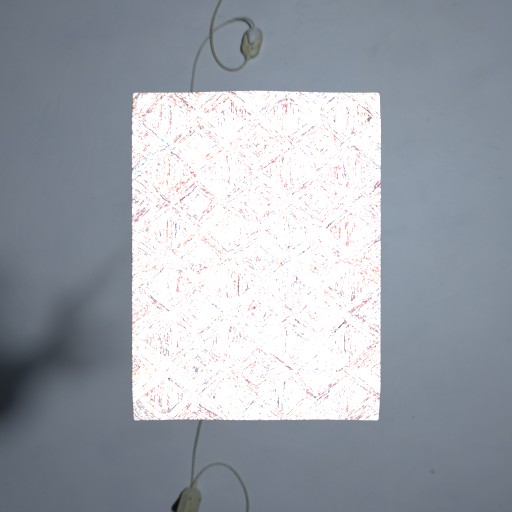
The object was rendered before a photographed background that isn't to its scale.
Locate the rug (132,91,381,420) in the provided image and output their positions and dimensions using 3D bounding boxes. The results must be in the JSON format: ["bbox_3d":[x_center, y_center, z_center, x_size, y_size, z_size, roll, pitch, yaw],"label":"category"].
[{"bbox_3d":[0.000,0.000,4.344,2.436,0.024,3.226,0,90,0],"label":"rug"}]
